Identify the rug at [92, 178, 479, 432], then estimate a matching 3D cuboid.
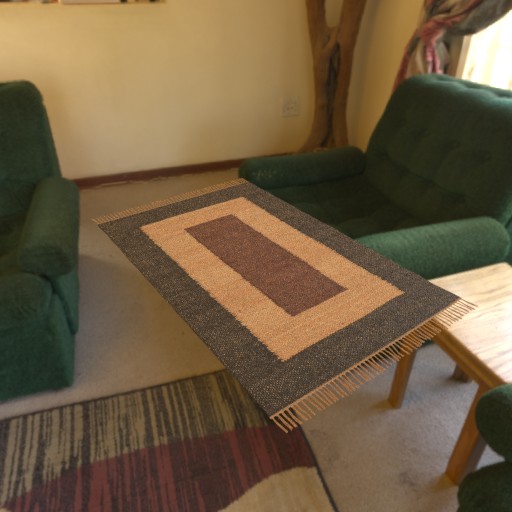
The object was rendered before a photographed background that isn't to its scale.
[{"bbox_3d":[0.000,0.000,1.925,0.920,0.013,1.541,-21,38,-30],"label":"rug"}]
